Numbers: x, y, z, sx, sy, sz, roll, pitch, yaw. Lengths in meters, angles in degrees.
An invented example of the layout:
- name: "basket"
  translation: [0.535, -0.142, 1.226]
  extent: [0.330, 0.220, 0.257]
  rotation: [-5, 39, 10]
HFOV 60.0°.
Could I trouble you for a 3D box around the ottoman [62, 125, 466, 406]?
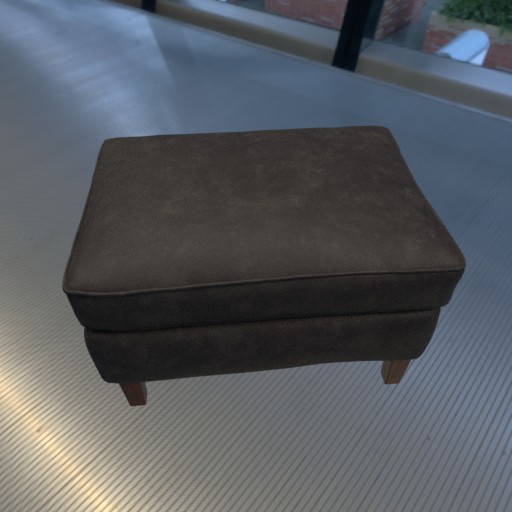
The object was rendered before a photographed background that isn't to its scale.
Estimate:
- name: "ottoman"
  translation: [0.000, 0.000, 0.969]
  extent: [0.665, 0.413, 0.501]
  rotation: [-4, 45, -4]
